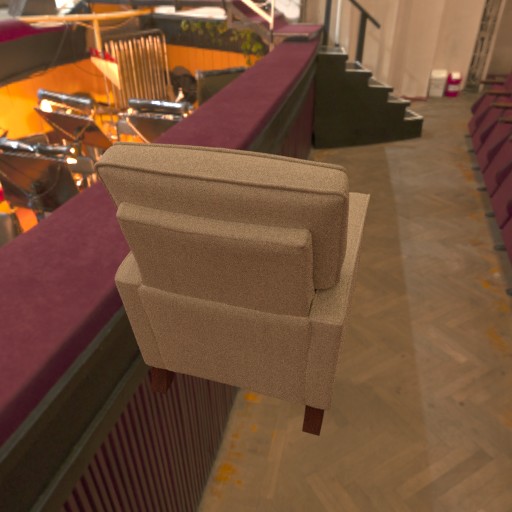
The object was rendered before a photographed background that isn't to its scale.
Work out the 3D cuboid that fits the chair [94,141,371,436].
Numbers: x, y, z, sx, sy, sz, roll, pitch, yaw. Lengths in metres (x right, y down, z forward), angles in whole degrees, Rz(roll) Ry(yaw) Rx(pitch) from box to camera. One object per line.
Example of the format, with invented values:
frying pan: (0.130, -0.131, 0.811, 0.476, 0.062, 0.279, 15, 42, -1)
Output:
chair: (0.000, 0.000, 1.445, 0.648, 0.888, 0.754, 10, 34, 15)
